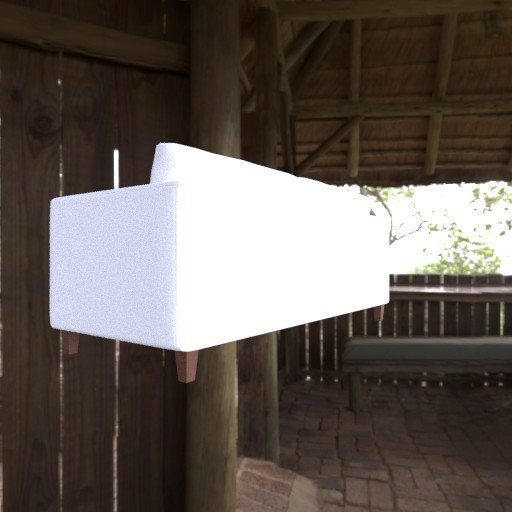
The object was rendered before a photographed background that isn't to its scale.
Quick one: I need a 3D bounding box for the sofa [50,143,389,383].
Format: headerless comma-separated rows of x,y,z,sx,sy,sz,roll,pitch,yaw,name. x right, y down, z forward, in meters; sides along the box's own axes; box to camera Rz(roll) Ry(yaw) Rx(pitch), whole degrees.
0.000,0.000,2.683,0.924,0.933,2.139,0,0,37,sofa
